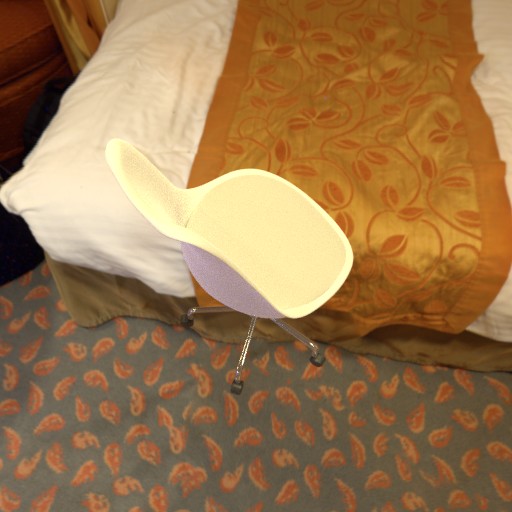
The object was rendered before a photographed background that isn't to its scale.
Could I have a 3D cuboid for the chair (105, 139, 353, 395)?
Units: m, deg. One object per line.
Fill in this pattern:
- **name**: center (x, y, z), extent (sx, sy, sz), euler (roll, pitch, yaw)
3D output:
- **chair**: center (0.000, 0.000, 1.240), extent (0.550, 0.930, 0.550), euler (-33, 64, -18)
